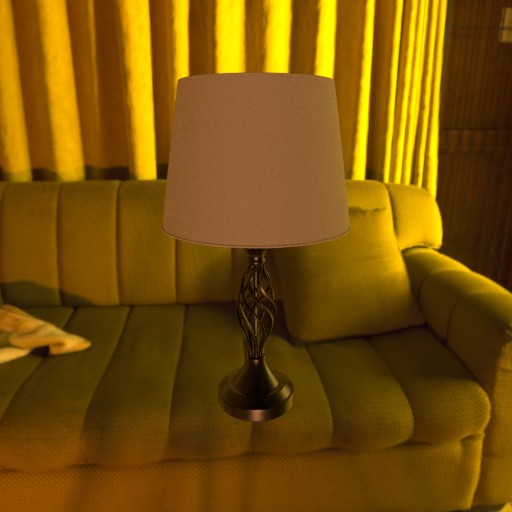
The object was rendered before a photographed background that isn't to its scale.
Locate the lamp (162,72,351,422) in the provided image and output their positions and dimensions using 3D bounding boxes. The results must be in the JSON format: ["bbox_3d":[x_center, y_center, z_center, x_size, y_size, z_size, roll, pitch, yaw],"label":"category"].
[{"bbox_3d":[0.000,0.000,0.807,0.331,0.594,0.331,0,16,0],"label":"lamp"}]
